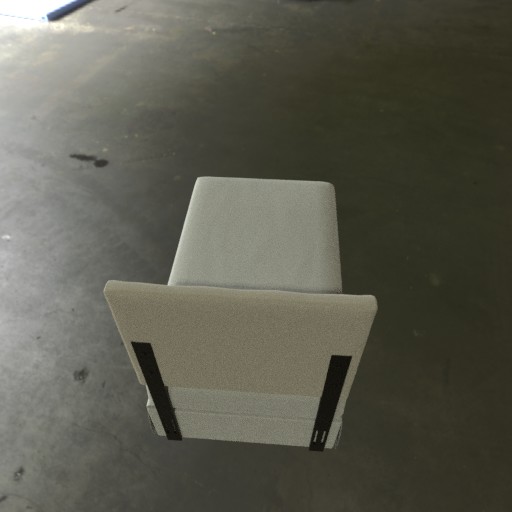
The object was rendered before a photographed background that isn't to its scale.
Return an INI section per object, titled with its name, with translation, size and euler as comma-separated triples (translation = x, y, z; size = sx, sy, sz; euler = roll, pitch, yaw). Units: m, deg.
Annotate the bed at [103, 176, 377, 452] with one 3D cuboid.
[bed]
translation = 0.000, 0.000, 3.039
size = 1.261, 1.571, 1.997
euler = 3, 47, 3
